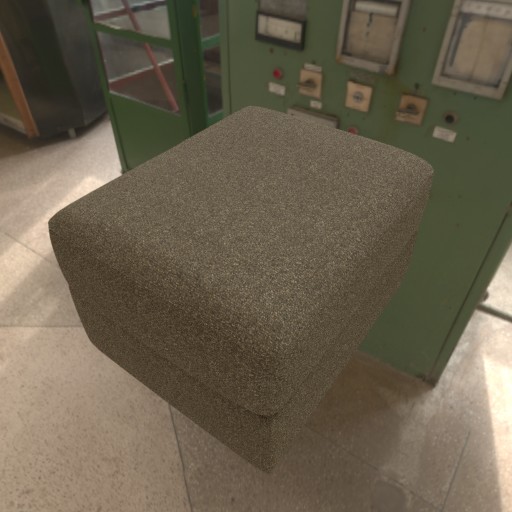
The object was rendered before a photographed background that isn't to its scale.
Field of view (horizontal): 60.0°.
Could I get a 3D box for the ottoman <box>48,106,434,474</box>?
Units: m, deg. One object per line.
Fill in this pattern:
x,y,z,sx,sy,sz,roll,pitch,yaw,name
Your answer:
0.000,0.000,1.115,0.598,0.476,0.742,26,48,26,ottoman
